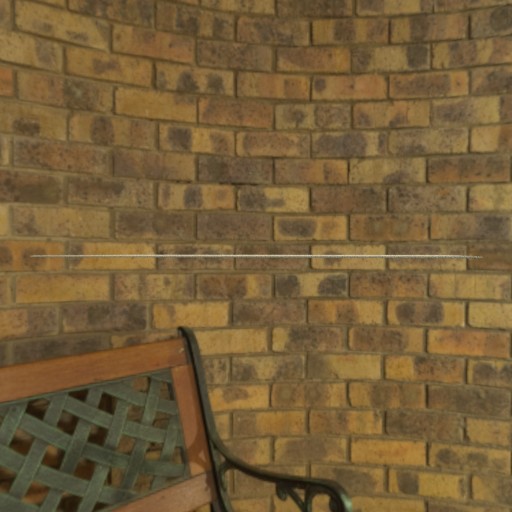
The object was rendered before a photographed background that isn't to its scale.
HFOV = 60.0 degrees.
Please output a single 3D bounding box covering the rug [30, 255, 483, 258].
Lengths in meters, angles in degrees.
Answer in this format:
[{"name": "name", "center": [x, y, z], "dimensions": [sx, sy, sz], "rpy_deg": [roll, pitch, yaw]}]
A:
[{"name": "rug", "center": [0.000, 0.000, 3.577], "dimensions": [3.048, 0.011, 1.546], "rpy_deg": [0, 0, 18]}]
